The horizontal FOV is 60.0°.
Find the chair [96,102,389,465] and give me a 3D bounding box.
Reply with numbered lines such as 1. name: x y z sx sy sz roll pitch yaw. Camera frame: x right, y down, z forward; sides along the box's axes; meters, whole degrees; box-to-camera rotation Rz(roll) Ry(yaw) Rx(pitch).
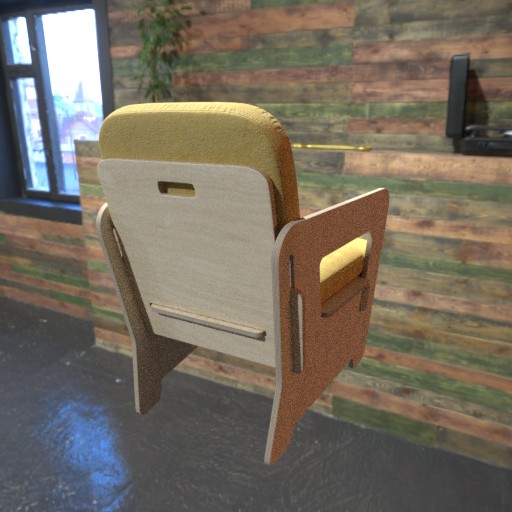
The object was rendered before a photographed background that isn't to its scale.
1. chair: 0.000 0.000 1.247 0.590 0.800 0.710 9 20 27
